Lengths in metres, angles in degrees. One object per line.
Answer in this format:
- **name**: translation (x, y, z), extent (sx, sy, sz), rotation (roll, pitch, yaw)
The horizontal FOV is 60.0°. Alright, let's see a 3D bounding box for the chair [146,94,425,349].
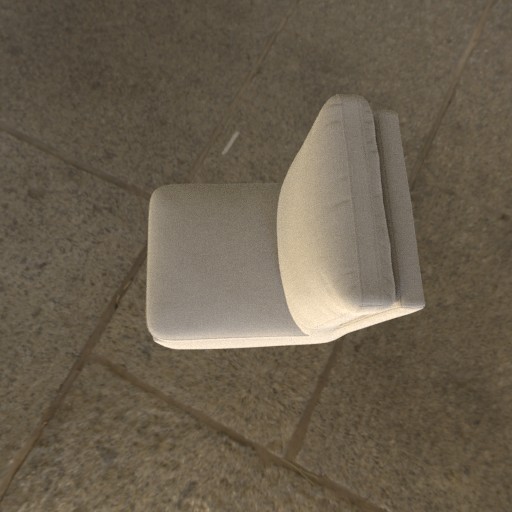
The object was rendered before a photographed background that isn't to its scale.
- **chair**: translation (0.000, 0.000, 1.354), extent (0.698, 0.927, 0.503), rotation (-2, 74, -1)
